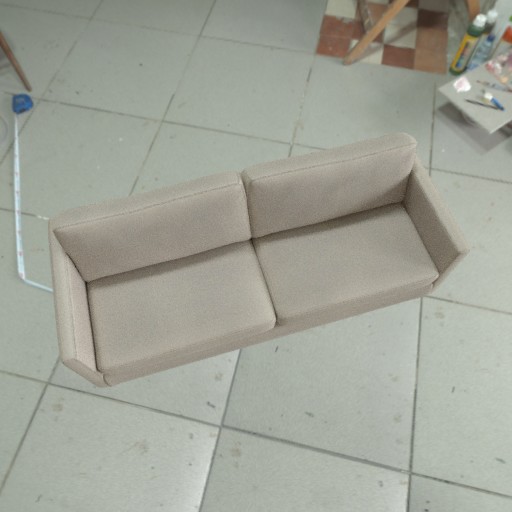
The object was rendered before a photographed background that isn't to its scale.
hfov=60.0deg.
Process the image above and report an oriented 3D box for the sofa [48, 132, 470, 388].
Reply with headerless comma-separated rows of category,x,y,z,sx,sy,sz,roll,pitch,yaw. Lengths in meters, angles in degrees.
sofa,0.000,0.000,2.839,2.361,0.968,0.951,-15,64,-7
